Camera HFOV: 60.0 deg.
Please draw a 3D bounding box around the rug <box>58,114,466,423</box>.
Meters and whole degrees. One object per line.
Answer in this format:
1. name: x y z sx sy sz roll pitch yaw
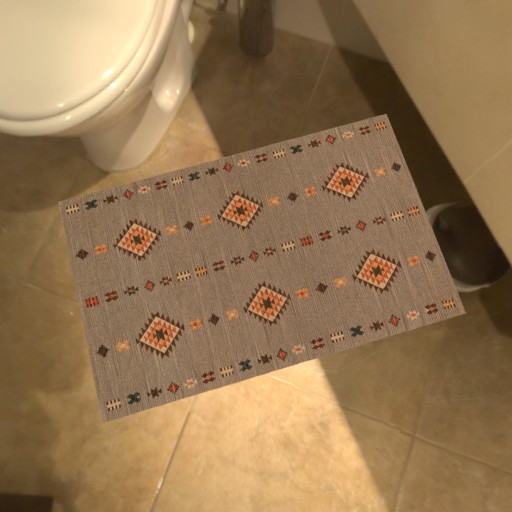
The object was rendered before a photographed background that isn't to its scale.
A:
1. rug: 0.000 0.000 2.997 2.427 0.007 1.515 -16 77 -4
